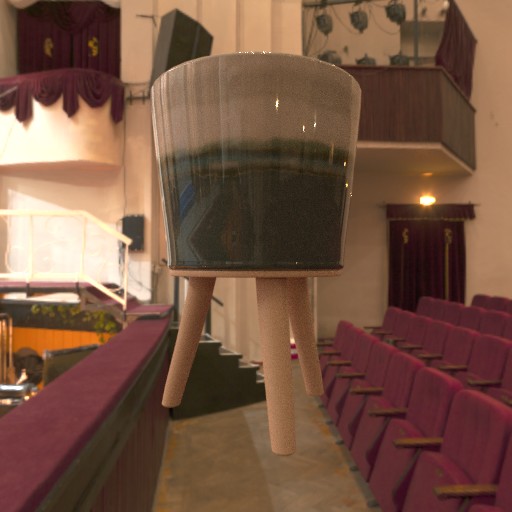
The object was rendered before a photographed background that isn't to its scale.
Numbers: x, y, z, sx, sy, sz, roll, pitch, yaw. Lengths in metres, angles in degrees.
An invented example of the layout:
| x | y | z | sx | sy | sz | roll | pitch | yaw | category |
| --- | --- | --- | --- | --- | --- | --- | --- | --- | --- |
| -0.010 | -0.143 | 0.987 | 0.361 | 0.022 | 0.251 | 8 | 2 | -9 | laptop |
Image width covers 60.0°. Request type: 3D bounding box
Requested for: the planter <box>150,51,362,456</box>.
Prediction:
| x | y | z | sx | sy | sz | roll | pitch | yaw | category |
| --- | --- | --- | --- | --- | --- | --- | --- | --- | --- |
| 0.000 | 0.000 | 0.464 | 0.217 | 0.331 | 0.217 | 0 | -1 | -1 | planter |
